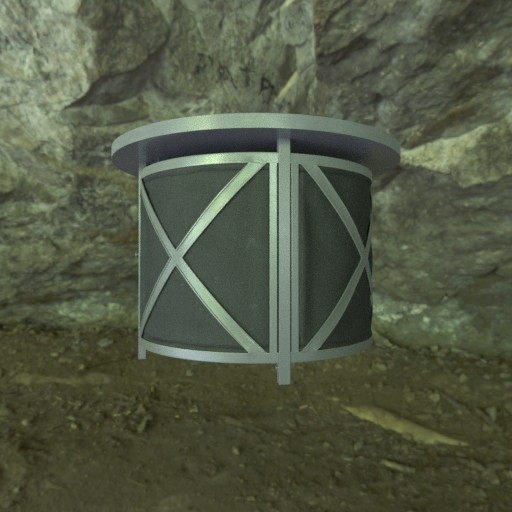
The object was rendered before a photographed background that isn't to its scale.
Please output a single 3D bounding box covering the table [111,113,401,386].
[{"bbox_3d":[0.000,0.000,1.472,0.914,0.650,0.914,0,-1,0],"label":"table"}]
